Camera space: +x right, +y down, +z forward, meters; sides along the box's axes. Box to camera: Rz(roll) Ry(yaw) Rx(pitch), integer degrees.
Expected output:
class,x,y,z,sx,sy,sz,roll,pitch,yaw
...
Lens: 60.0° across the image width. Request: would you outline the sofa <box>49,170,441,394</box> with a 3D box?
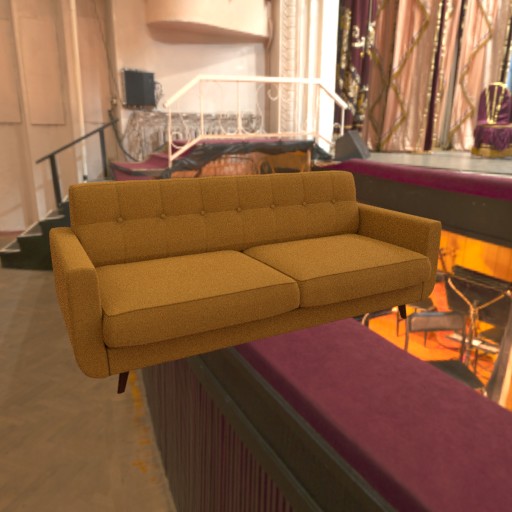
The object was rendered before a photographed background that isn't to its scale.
class,x,y,z,sx,sy,sz,roll,pitch,yaw
sofa,0.000,0.000,2.477,2.029,0.841,0.909,-8,18,-27
